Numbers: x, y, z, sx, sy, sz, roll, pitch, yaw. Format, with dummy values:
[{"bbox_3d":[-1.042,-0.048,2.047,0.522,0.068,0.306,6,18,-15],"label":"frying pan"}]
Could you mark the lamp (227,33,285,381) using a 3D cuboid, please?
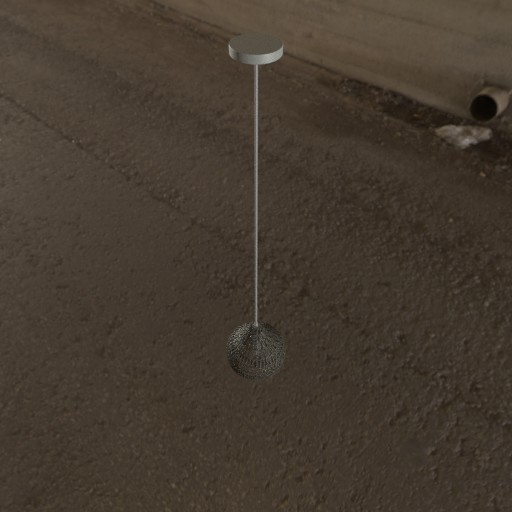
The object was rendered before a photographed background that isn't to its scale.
[{"bbox_3d":[0.000,0.000,2.066,0.355,1.919,0.355,4,47,3],"label":"lamp"}]
